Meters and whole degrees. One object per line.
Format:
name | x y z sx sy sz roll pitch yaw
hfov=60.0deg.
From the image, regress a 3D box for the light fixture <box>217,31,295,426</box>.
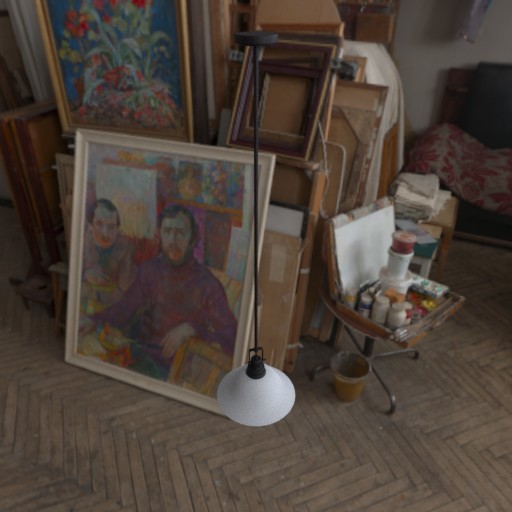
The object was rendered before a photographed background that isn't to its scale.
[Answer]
light fixture | 0.000 0.000 1.485 0.324 1.337 0.324 -8 33 -12
